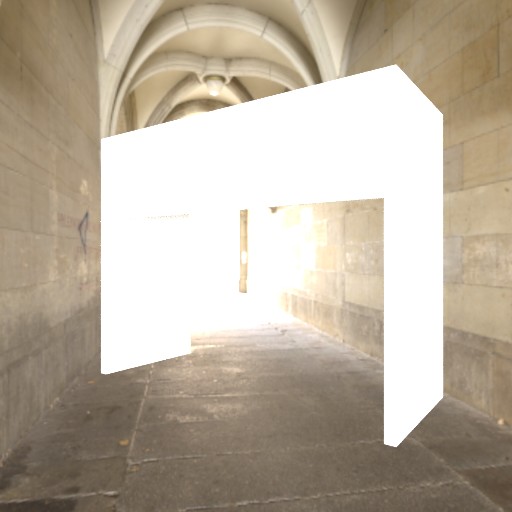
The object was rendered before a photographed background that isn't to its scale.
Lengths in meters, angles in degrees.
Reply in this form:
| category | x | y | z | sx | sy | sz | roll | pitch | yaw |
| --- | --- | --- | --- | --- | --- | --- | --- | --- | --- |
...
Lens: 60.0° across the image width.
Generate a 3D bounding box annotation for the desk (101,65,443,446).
| category | x | y | z | sx | sy | sz | roll | pitch | yaw |
| --- | --- | --- | --- | --- | --- | --- | --- | --- | --- |
| desk | 0.000 | 0.000 | 1.371 | 1.000 | 0.790 | 0.400 | 0 | 0 | 36 |
